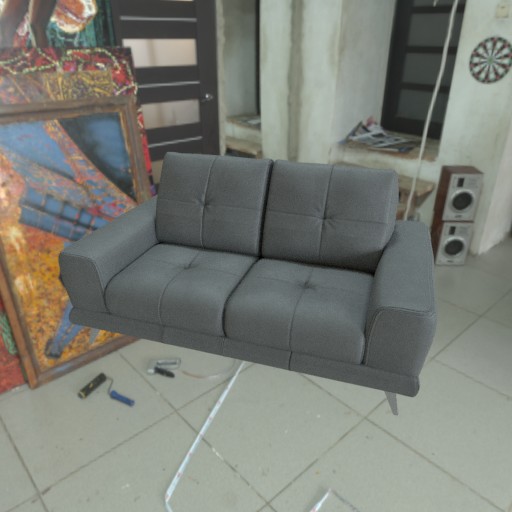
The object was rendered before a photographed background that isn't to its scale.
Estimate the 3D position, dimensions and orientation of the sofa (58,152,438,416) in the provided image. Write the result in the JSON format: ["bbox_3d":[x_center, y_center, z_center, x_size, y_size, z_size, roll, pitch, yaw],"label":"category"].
[{"bbox_3d":[0.000,0.000,2.390,1.806,0.907,1.018,8,27,16],"label":"sofa"}]
